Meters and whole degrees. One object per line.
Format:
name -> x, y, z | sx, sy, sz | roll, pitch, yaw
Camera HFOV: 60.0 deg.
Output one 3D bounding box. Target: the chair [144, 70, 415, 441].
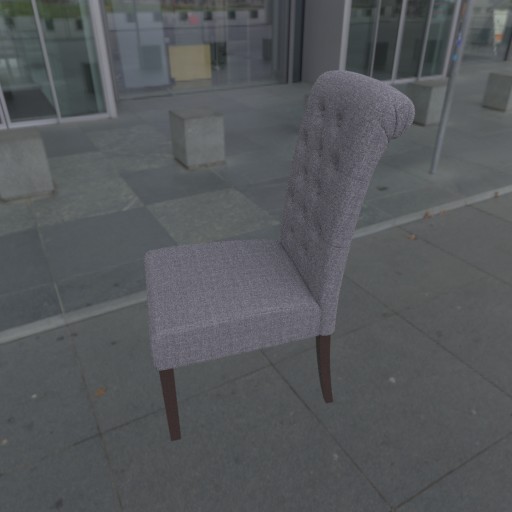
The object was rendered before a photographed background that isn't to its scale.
chair -> 0.000, 0.000, 1.345 | 0.671, 1.006, 0.456 | -7, 31, -12
